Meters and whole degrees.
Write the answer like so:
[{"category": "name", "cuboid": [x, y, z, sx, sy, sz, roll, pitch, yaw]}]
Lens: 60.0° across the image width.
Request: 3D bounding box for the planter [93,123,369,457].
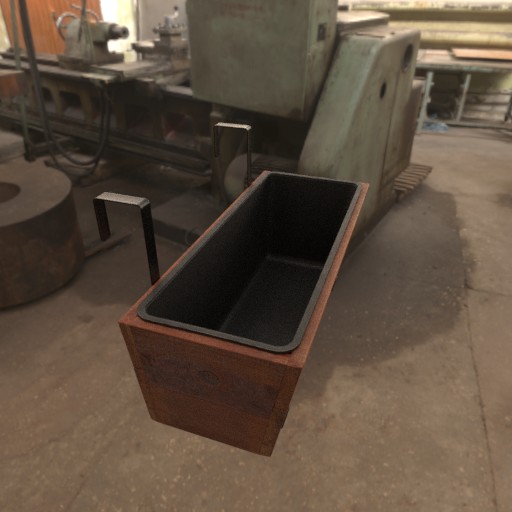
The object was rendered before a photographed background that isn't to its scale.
[{"category": "planter", "cuboid": [0.000, 0.000, 0.660, 0.262, 0.289, 0.480, 10, 33, 17]}]
